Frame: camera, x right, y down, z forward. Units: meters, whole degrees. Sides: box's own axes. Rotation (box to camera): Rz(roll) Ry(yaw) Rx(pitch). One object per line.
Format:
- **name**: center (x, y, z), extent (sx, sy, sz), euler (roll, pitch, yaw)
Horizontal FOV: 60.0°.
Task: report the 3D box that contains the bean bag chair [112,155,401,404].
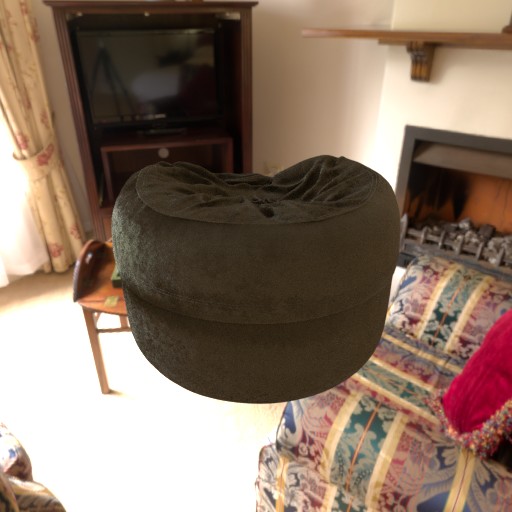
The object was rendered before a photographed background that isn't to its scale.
- **bean bag chair**: center (0.000, 0.000, 1.516), extent (0.918, 0.605, 0.918), euler (0, 29, 0)
